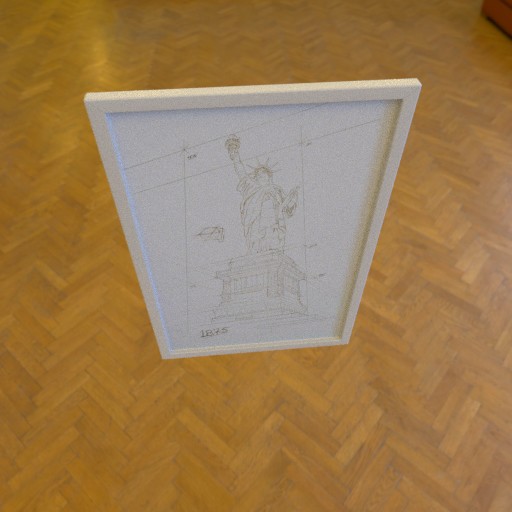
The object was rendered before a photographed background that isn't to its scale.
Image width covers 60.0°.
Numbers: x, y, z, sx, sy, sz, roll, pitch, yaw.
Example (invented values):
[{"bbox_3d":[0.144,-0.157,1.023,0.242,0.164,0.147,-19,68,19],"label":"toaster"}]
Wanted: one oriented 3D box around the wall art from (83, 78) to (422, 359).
[{"bbox_3d":[0.000,0.000,1.030,0.556,0.813,0.026,-4,47,-4],"label":"wall art"}]
